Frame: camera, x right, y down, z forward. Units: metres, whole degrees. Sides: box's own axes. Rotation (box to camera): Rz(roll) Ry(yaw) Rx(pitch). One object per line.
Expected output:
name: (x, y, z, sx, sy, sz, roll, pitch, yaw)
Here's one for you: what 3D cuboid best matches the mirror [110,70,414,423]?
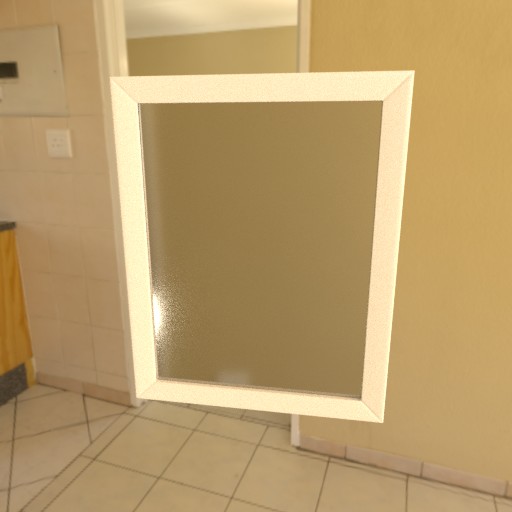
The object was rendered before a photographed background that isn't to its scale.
mirror: (0.000, 0.000, 0.669, 0.405, 0.508, 0.041, 3, 16, 9)
